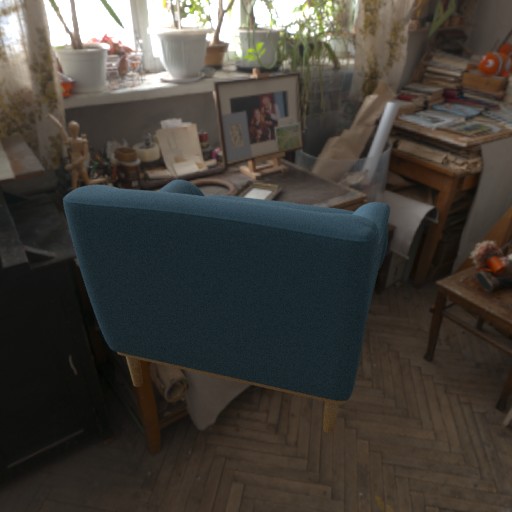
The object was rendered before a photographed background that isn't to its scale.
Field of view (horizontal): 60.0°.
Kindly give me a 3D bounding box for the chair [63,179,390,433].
[{"bbox_3d":[0.000,0.000,1.641,0.946,0.818,0.951,9,33,14],"label":"chair"}]
